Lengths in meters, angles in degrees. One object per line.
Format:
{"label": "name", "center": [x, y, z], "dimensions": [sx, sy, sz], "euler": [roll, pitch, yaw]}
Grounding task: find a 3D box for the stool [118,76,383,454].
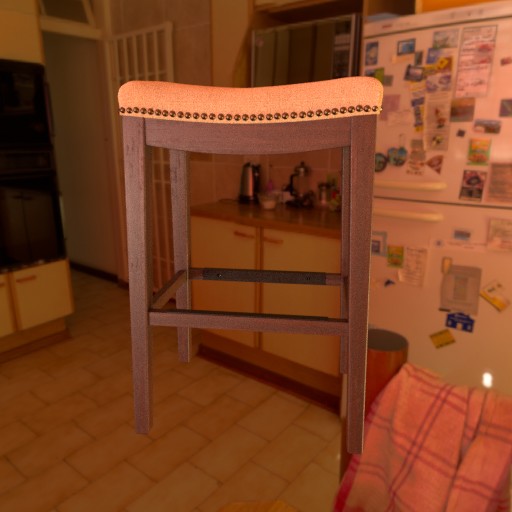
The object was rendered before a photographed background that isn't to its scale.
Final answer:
{"label": "stool", "center": [0.000, 0.000, 1.052], "dimensions": [0.509, 0.768, 0.363], "euler": [2, 16, 7]}
